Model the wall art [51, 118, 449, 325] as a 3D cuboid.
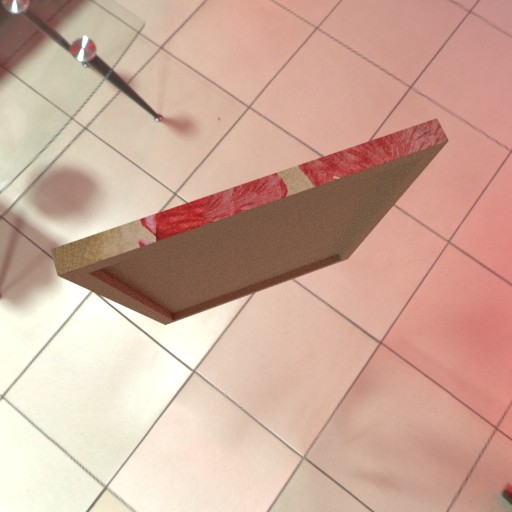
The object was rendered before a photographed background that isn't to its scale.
[{"bbox_3d":[0.000,0.000,0.681,0.406,0.508,0.028,-20,77,-5],"label":"wall art"}]
